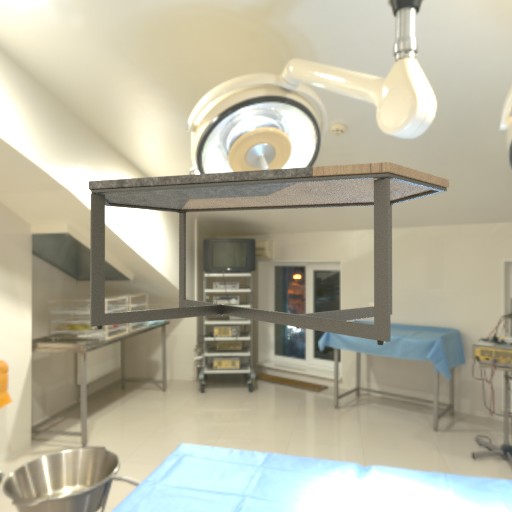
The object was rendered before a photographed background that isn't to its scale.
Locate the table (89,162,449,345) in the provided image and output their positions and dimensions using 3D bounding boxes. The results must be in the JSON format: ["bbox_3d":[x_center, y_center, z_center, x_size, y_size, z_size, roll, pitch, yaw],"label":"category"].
[{"bbox_3d":[0.000,0.000,1.516,1.219,0.457,0.609,0,-1,17],"label":"table"}]
